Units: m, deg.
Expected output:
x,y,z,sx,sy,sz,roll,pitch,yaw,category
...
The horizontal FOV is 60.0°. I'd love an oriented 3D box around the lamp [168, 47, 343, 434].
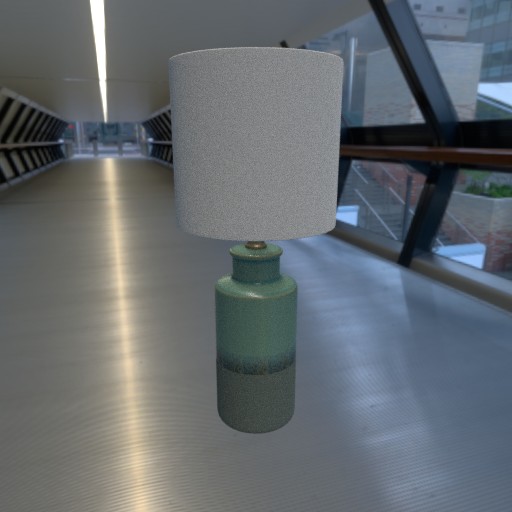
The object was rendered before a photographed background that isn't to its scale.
x,y,z,sx,sy,sz,roll,pitch,yaw,category
0.000,0.000,0.612,0.212,0.493,0.212,8,17,25,lamp
